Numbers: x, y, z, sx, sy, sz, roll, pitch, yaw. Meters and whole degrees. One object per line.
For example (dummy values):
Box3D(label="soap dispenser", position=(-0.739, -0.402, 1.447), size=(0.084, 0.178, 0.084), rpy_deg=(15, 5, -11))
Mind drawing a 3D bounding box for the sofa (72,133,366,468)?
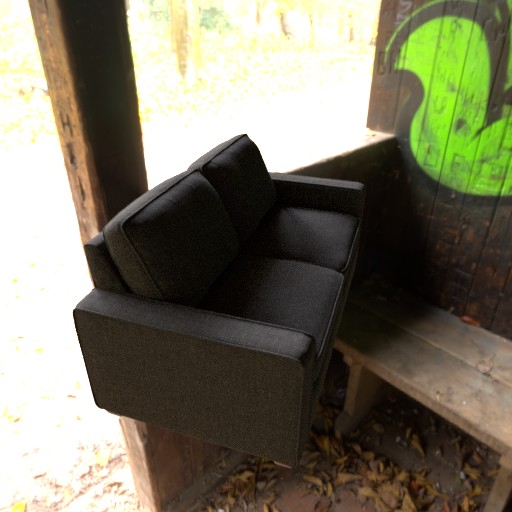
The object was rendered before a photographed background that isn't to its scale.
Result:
Box3D(label="sofa", position=(0.000, 0.000, 2.312), size=(0.947, 0.918, 1.709), rpy_deg=(10, 32, 16))
